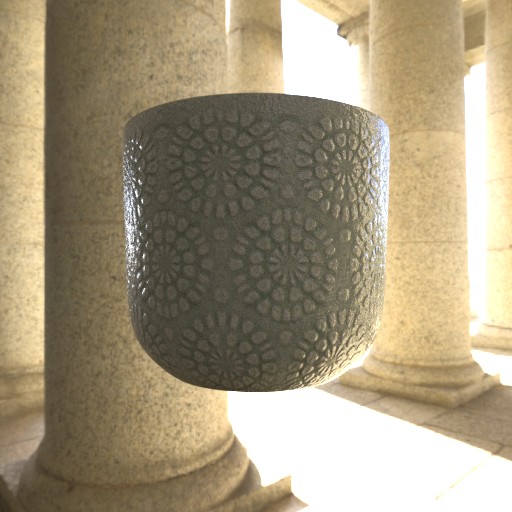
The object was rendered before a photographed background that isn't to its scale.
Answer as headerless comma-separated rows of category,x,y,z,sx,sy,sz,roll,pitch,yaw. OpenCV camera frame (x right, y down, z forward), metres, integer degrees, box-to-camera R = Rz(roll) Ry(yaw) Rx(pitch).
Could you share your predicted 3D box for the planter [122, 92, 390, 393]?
planter,0.000,0.000,0.292,0.169,0.153,0.169,0,-1,0
